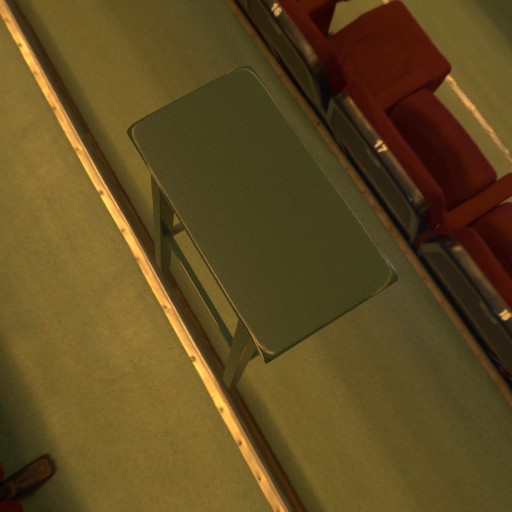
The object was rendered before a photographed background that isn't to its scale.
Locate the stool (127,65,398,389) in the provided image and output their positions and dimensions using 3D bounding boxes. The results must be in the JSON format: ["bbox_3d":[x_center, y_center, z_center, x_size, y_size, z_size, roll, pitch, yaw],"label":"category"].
[{"bbox_3d":[0.000,0.000,1.054,0.476,0.737,0.457,-31,78,-7],"label":"stool"}]
